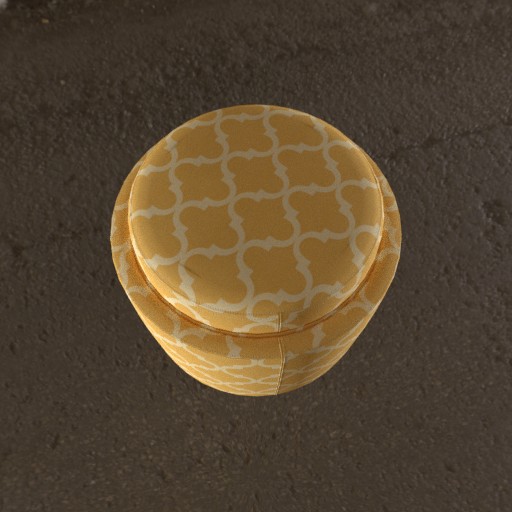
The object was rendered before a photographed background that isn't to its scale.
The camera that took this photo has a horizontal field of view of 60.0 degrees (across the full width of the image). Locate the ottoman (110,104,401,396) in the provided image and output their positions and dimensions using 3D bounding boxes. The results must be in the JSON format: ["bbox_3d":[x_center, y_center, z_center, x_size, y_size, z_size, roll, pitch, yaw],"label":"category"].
[{"bbox_3d":[0.000,0.000,0.851,0.480,0.429,0.480,0,63,0],"label":"ottoman"}]
